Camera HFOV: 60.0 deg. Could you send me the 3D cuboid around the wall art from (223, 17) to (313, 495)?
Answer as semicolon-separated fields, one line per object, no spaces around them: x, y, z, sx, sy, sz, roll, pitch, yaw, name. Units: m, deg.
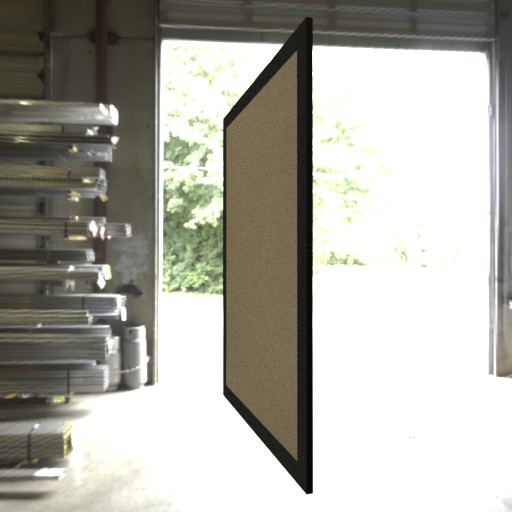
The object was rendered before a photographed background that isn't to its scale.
0.000;0.000;0.672;0.008;0.530;0.379;0;0;-18;wall art
